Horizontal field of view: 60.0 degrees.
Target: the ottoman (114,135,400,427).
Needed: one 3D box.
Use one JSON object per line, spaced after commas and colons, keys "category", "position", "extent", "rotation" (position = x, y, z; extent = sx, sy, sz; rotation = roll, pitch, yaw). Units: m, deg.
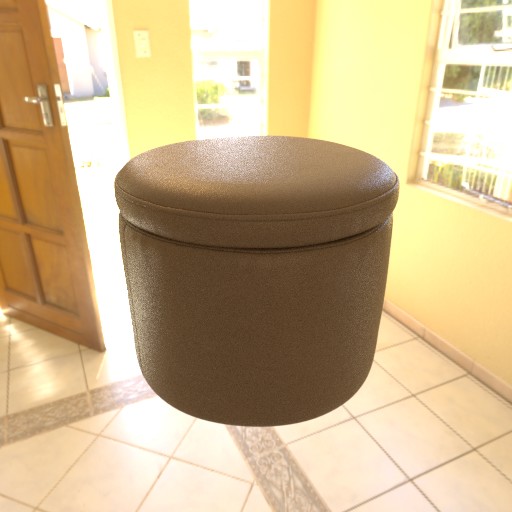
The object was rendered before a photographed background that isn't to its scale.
{"category": "ottoman", "position": [0.000, 0.000, 0.868], "extent": [0.500, 0.409, 0.500], "rotation": [0, 25, 0]}
